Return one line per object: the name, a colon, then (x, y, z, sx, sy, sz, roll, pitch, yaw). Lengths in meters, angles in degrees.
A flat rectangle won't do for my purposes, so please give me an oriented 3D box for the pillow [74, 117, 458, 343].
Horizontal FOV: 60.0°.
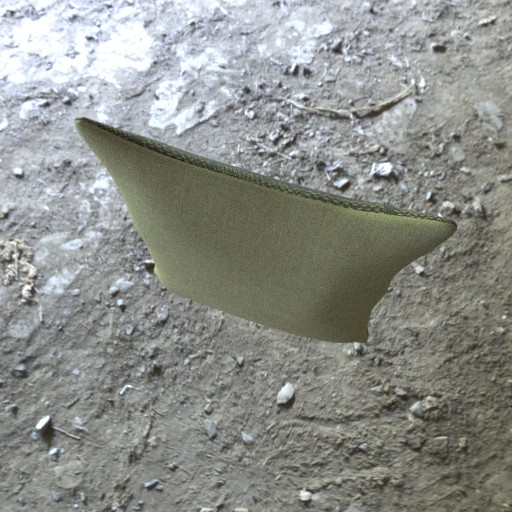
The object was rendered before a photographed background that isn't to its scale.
pillow: (0.000, 0.000, 0.665, 0.435, 0.432, 0.138, 17, 64, 9)
